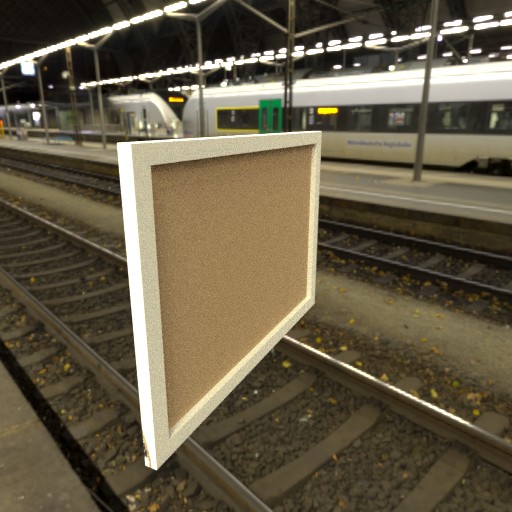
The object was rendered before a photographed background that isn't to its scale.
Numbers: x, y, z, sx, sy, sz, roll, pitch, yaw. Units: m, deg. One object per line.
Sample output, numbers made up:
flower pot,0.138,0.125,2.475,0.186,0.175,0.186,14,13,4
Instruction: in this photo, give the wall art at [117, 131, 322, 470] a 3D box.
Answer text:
wall art,0.000,0.000,1.456,0.038,0.767,1.144,8,19,25
